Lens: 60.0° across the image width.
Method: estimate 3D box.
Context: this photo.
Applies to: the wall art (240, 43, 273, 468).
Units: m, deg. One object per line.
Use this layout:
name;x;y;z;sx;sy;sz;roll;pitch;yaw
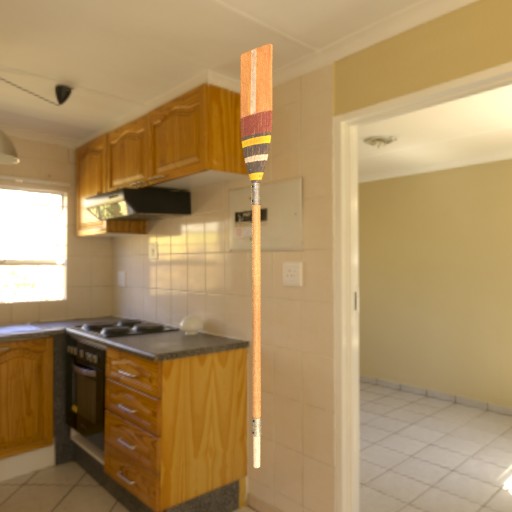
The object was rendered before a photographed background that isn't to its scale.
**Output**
wall art;0.000;0.000;1.652;0.146;1.556;0.038;-1;-1;38
